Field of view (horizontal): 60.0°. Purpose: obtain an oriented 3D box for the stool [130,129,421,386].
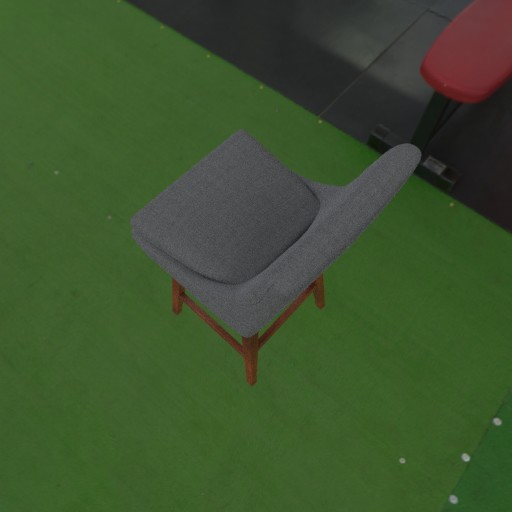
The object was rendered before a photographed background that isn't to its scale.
[{"bbox_3d":[0.000,0.000,1.267,0.524,0.977,0.447,39,70,18],"label":"stool"}]
